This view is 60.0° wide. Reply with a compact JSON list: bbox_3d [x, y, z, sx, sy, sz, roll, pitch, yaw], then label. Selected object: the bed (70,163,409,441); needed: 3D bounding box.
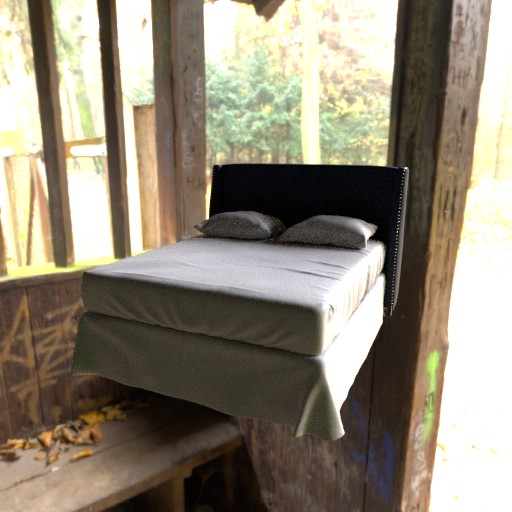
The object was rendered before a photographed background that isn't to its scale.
[{"bbox_3d":[0.000,0.000,3.419,1.925,1.332,2.276,6,15,24],"label":"bed"}]
